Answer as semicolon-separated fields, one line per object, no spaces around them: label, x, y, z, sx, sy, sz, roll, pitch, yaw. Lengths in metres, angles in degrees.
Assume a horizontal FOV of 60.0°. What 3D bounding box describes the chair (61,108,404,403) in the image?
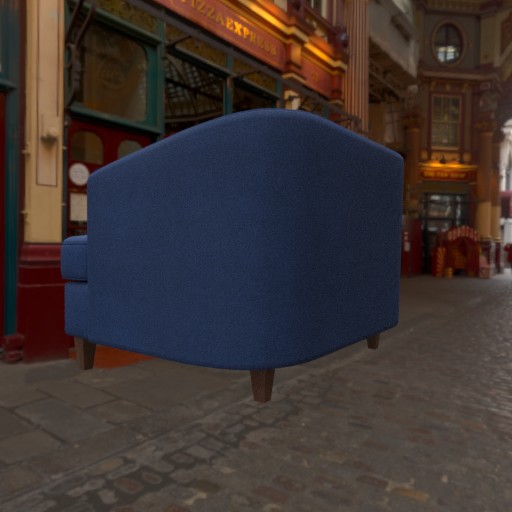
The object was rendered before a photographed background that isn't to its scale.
chair;0.000;0.000;1.717;0.914;0.787;1.118;1;2;37
